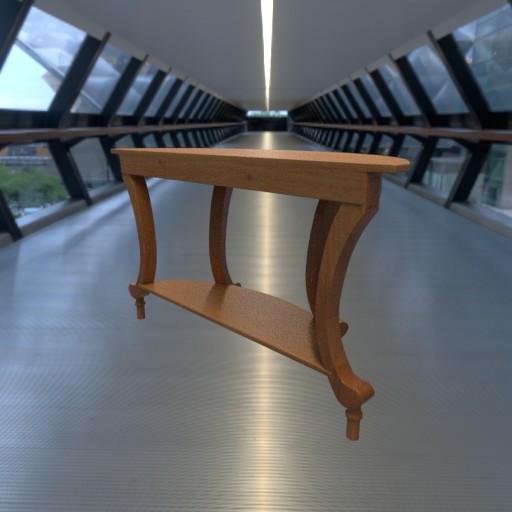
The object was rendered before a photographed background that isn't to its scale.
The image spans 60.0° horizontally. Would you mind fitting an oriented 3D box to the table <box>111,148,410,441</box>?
[{"bbox_3d":[0.000,0.000,1.518,0.394,0.692,1.198,-15,21,-42],"label":"table"}]
